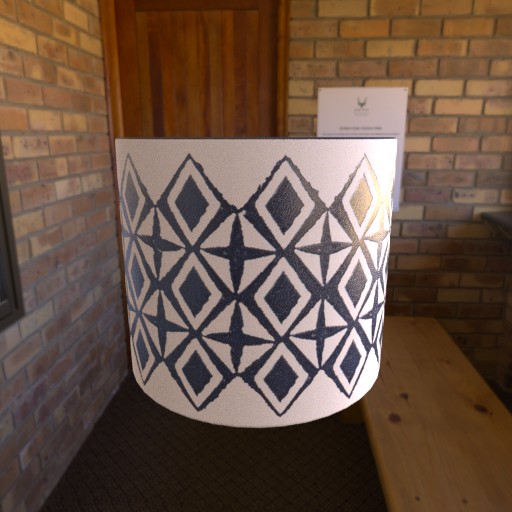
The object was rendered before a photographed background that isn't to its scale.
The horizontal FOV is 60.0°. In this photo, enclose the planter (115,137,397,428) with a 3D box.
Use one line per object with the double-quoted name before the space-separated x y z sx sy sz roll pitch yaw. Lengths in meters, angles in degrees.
"planter" 0.000 0.000 0.318 0.182 0.165 0.182 0 15 0
